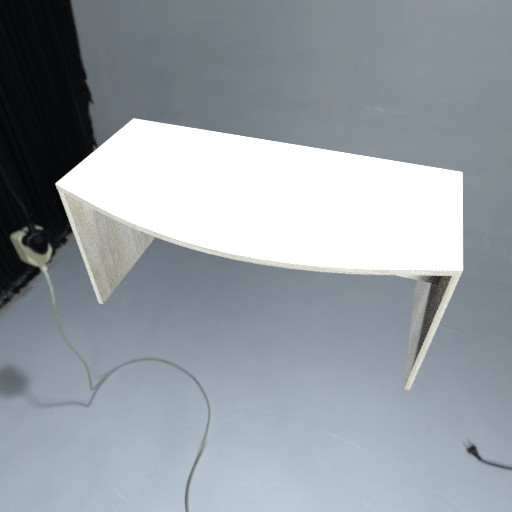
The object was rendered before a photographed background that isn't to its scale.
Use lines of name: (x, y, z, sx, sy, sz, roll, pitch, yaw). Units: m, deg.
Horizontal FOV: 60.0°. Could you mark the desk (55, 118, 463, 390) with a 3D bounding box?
desk: (0.000, 0.000, 2.068, 1.600, 0.752, 0.802, 13, 44, 14)
